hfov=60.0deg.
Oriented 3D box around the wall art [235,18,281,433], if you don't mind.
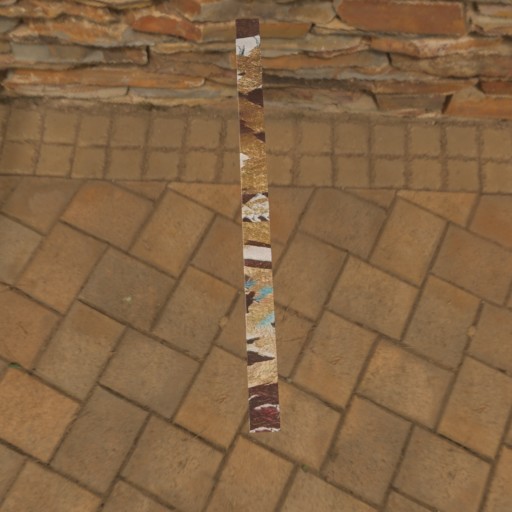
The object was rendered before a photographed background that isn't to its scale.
[{"bbox_3d":[0.000,0.000,0.914,0.041,0.613,0.609,-2,75,-1],"label":"wall art"}]
